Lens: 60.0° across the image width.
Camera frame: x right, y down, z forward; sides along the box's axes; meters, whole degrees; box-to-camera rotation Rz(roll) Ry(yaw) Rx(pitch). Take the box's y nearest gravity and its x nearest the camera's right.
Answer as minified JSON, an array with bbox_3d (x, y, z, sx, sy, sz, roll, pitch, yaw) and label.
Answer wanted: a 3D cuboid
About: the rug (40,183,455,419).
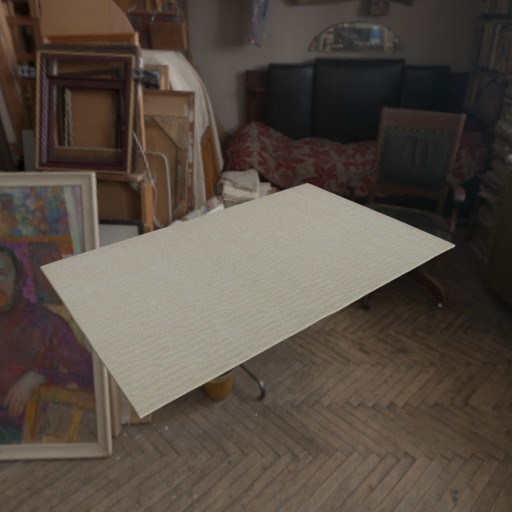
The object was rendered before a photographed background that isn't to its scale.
[{"bbox_3d":[0.000,0.000,3.045,2.441,0.014,1.531,-22,37,-32],"label":"rug"}]
